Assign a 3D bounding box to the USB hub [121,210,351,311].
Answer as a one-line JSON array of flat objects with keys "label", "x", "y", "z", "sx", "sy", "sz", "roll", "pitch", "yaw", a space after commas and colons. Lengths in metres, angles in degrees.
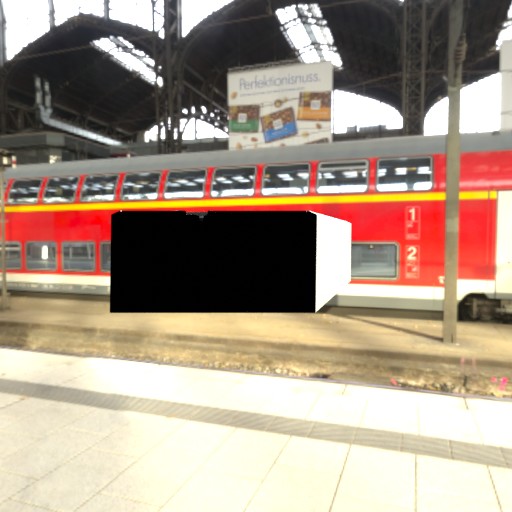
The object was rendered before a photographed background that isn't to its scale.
[{"label": "USB hub", "x": 0.000, "y": 0.000, "z": 0.130, "sx": 0.044, "sy": 0.023, "sz": 0.110, "roll": 1, "pitch": 3, "yaw": 18}]
